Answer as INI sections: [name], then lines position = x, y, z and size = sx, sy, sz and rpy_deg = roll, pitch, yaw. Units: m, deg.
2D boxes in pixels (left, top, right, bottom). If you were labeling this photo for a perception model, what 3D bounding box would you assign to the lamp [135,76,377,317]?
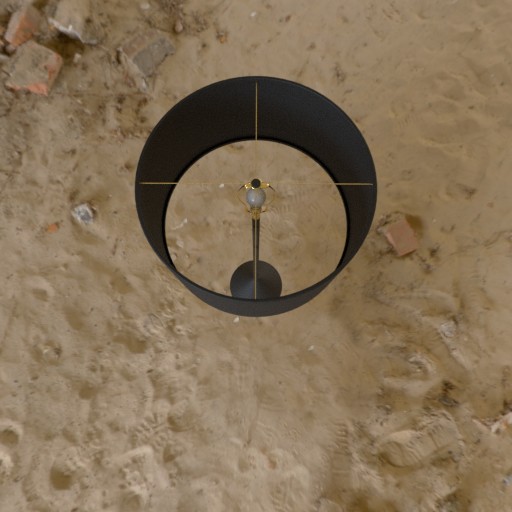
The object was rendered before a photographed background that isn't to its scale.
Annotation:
[lamp]
position = 0.000, 0.000, 1.798
size = 0.580, 1.526, 0.580
rpy_deg = 0, 77, 0
